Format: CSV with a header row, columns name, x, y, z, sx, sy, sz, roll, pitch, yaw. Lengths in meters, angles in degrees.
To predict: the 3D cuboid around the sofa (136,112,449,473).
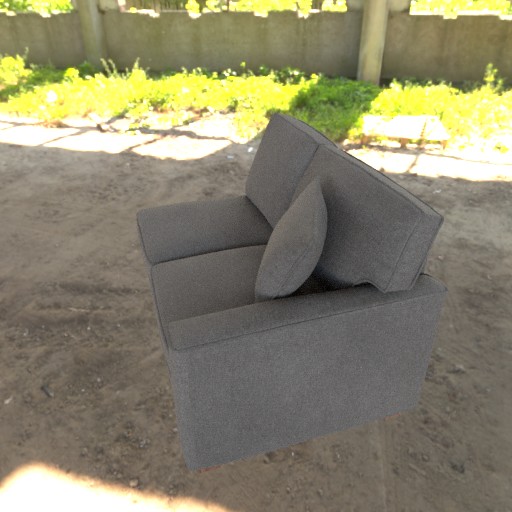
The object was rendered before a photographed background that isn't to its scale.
name,x,y,z,sx,sy,sz,roll,pitch,yaw
sofa,0.000,0.000,2.045,0.991,0.989,1.388,-9,32,-15
